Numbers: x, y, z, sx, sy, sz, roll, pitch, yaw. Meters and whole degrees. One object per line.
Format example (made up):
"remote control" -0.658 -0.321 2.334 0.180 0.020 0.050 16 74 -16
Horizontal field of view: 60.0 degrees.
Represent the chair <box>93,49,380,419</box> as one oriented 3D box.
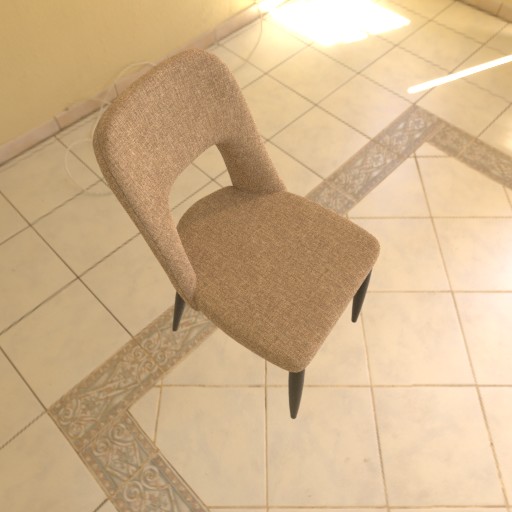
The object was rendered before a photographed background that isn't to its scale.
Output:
"chair" 0.000 0.000 1.248 0.612 0.931 0.470 31 63 17
